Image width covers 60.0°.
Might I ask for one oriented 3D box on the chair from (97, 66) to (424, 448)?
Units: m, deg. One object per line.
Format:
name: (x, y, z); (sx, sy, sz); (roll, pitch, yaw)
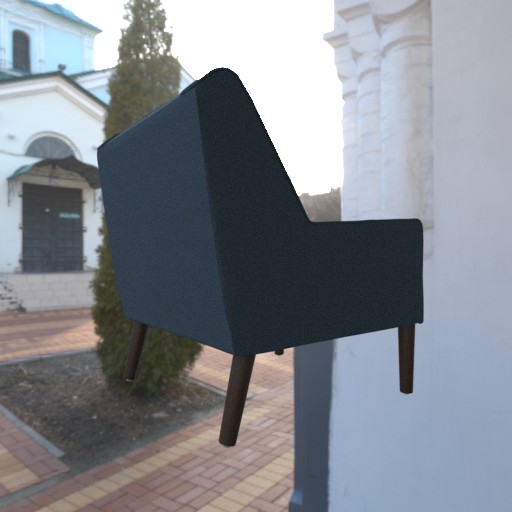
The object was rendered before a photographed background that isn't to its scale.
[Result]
chair: (0.000, 0.000, 1.299); (0.733, 0.780, 0.663); (0, 0, -36)
